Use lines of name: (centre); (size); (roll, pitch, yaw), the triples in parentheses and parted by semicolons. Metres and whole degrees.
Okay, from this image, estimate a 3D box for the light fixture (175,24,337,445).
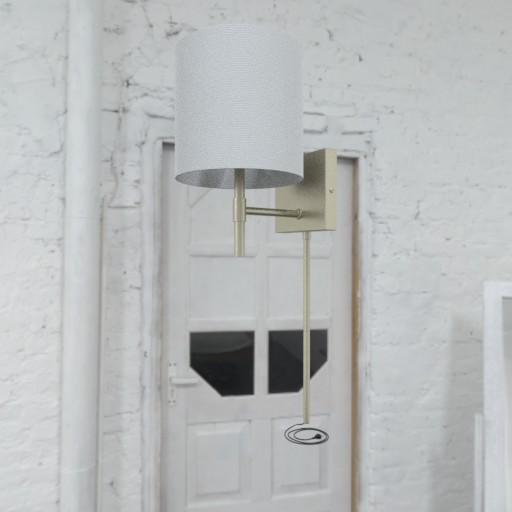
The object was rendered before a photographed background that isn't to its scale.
light fixture: (0.000, 0.000, 0.674); (0.248, 0.589, 0.188); (0, 1, -36)
